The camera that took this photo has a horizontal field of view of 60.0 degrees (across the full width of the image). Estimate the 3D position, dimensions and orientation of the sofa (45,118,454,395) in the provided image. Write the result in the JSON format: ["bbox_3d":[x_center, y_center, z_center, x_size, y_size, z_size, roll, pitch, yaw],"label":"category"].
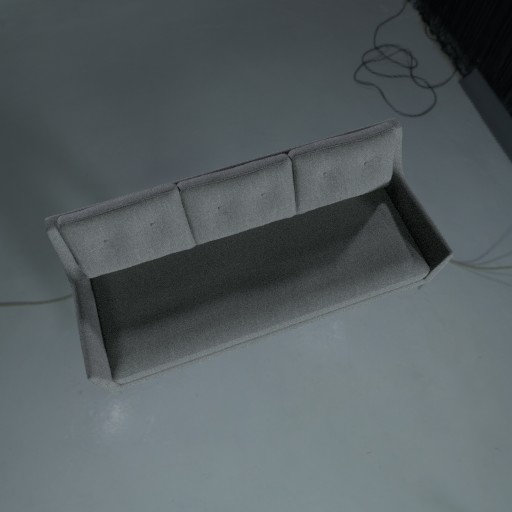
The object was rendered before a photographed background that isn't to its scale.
[{"bbox_3d":[0.000,0.000,2.566,2.060,0.837,0.849,-18,66,-8],"label":"sofa"}]
